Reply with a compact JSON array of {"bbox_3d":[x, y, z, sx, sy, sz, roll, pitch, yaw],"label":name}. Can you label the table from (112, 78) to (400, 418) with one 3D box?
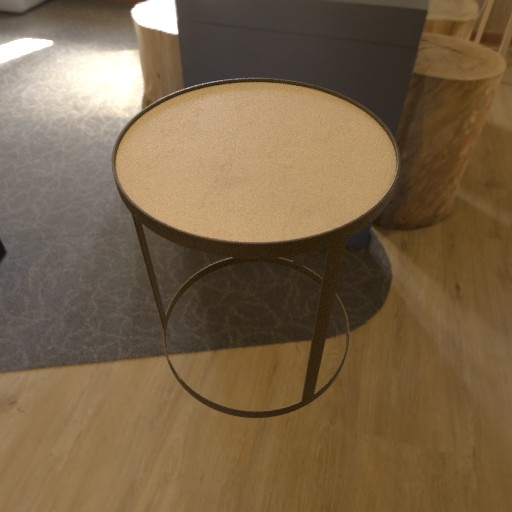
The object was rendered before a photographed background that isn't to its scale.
[{"bbox_3d":[0.000,0.000,0.960,0.480,0.565,0.480,0,47,0],"label":"table"}]
